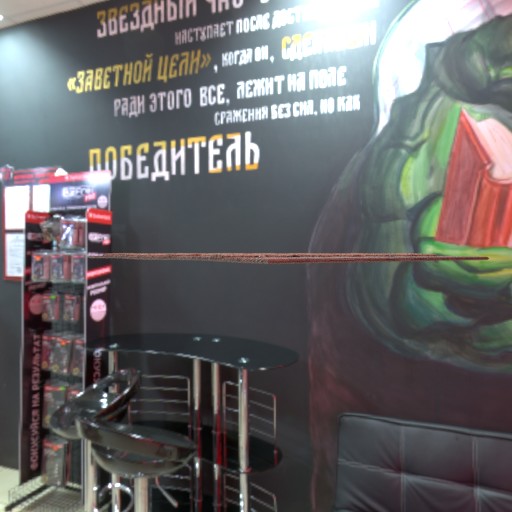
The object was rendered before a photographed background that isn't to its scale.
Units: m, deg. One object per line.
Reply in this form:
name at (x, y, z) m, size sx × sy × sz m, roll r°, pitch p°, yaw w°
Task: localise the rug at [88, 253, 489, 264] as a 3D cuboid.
rug at (0.000, 0.000, 2.330) m, size 1.222 × 0.030 × 1.823 m, roll 0°, pitch 0°, yaw -36°
